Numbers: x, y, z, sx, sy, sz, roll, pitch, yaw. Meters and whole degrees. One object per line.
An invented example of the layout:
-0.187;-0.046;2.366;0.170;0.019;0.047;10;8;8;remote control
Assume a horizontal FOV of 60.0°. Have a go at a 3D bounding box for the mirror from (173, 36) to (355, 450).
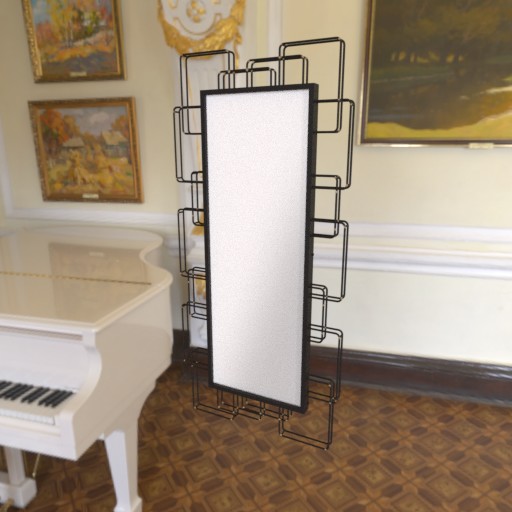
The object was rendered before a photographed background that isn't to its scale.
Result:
0.000;0.000;1.371;0.565;1.192;0.037;7;16;26;mirror
